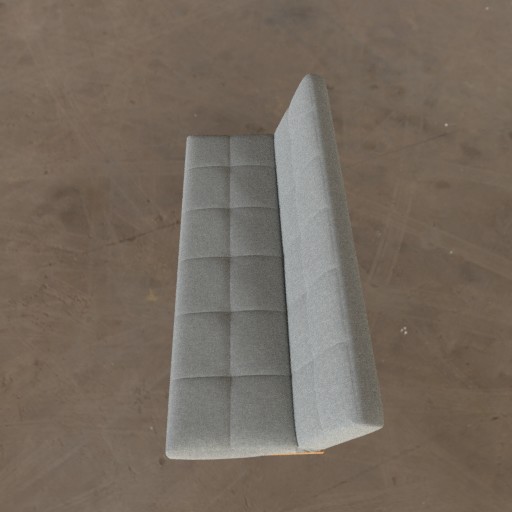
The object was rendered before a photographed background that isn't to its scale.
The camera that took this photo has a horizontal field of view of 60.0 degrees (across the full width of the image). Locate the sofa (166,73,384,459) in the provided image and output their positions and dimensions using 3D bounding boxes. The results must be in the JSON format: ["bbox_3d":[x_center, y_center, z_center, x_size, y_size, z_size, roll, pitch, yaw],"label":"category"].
[{"bbox_3d":[0.000,0.000,2.218,0.800,0.800,1.820,-2,59,-1],"label":"sofa"}]
